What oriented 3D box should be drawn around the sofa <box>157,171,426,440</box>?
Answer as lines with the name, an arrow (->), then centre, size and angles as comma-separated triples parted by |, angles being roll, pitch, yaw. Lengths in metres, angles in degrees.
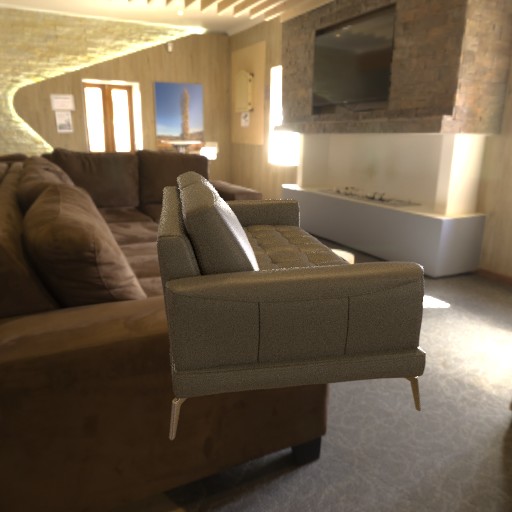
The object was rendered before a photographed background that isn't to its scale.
sofa -> 0.000, 0.000, 2.751 | 1.121, 0.930, 2.177 | -3, 16, -10
